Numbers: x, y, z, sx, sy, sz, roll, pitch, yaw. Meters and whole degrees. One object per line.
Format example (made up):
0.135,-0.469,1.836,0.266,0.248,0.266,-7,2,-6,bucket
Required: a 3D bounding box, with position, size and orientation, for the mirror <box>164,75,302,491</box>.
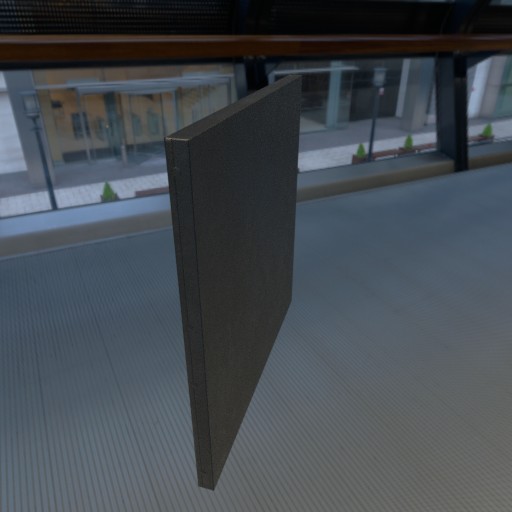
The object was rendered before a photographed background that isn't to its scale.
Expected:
0.000,0.000,0.554,0.020,0.381,0.382,8,30,15,mirror
